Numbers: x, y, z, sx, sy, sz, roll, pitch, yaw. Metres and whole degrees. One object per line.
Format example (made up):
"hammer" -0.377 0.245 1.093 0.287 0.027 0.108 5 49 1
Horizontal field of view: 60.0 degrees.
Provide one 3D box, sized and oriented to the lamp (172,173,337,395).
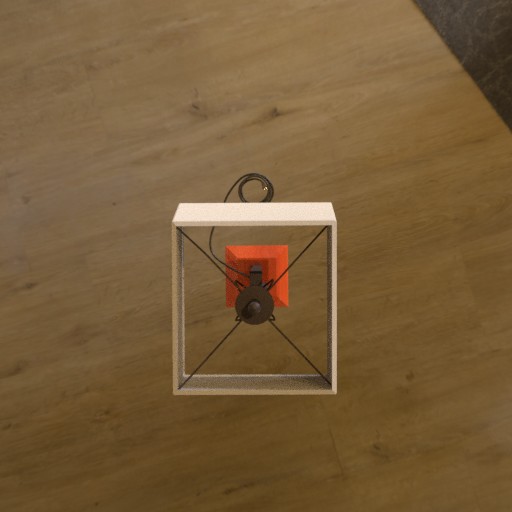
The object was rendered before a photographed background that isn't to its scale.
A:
"lamp" 0.000 0.000 1.013 0.310 0.737 0.498 0 91 0
